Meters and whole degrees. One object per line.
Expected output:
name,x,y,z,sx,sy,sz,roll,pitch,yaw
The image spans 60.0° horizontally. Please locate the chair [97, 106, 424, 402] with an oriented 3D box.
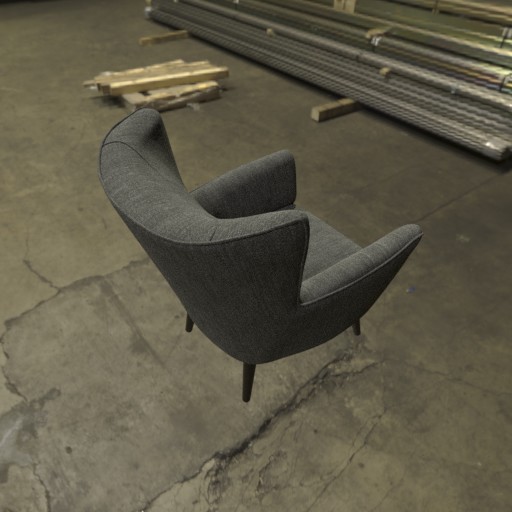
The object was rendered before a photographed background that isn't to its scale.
chair,0.000,0.000,1.590,0.888,0.933,0.781,-26,47,-27
